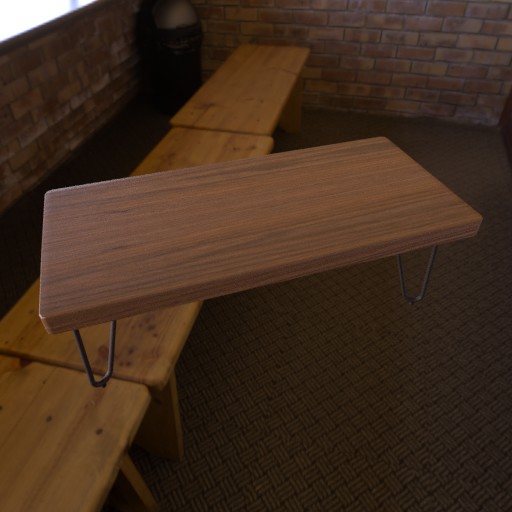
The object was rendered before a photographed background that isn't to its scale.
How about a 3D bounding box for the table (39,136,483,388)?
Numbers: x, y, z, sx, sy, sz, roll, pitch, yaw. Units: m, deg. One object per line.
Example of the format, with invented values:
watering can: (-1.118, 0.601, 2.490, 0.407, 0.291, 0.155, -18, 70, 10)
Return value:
table: (0.000, 0.000, 1.666, 1.375, 0.468, 0.637, -12, 42, -14)
